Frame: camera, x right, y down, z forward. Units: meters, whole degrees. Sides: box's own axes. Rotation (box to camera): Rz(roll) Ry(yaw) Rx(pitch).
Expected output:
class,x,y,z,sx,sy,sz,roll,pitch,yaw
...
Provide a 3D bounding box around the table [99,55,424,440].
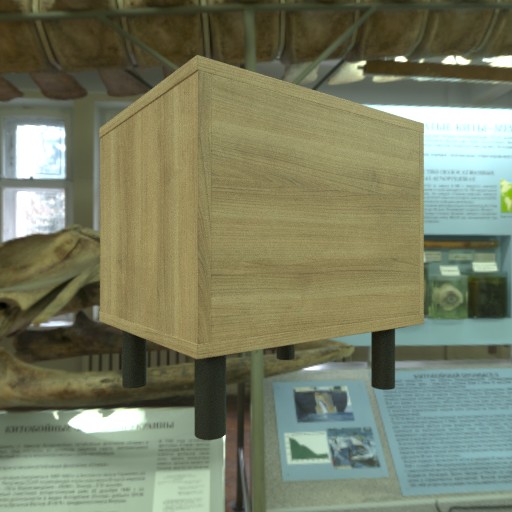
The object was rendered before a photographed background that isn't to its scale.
class,x,y,z,sx,sy,sz,roll,pitch,yaw
table,0.000,0.000,0.791,0.445,0.460,0.380,0,0,-36
